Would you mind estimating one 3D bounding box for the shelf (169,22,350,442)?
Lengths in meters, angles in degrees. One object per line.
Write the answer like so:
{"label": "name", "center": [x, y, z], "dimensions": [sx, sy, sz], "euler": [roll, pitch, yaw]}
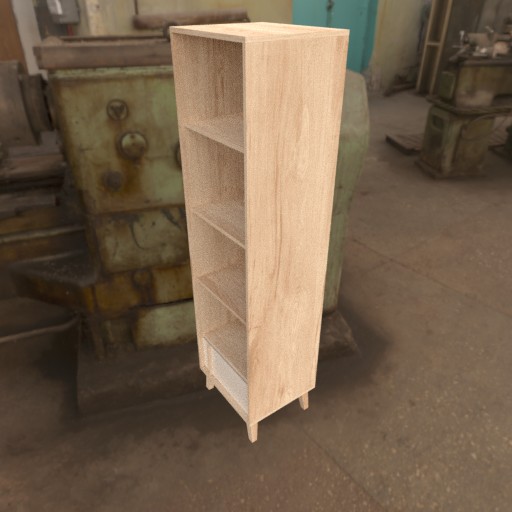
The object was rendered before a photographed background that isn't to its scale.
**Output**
{"label": "shelf", "center": [0.000, 0.000, 2.138], "dimensions": [0.450, 1.960, 0.510], "euler": [-21, 37, -30]}
